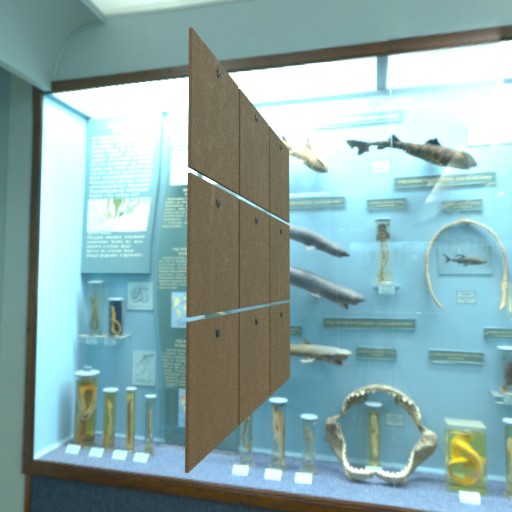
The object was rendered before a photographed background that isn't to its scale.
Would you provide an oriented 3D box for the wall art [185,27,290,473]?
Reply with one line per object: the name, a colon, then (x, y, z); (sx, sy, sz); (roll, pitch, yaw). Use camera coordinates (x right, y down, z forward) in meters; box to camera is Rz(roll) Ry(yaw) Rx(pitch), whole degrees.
wall art: (0.000, 0.000, 2.237); (0.023, 1.522, 1.526); (-1, -3, 17)
